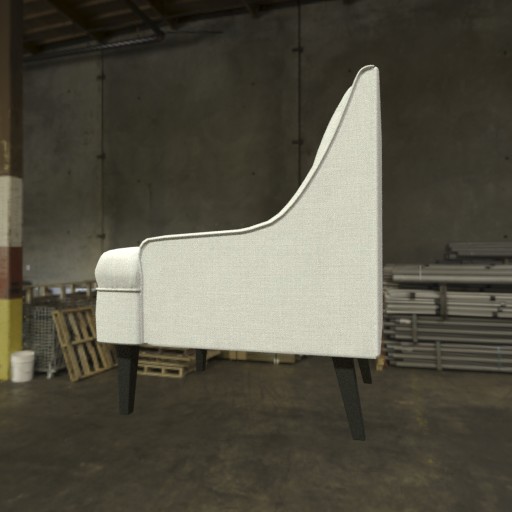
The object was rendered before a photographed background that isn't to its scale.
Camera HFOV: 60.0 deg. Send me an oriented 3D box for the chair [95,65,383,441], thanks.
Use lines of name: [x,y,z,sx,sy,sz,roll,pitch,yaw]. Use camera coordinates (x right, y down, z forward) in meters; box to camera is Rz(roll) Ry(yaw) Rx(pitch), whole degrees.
chair: [0.000,0.000,1.419,0.772,0.891,0.658,0,-1,16]
